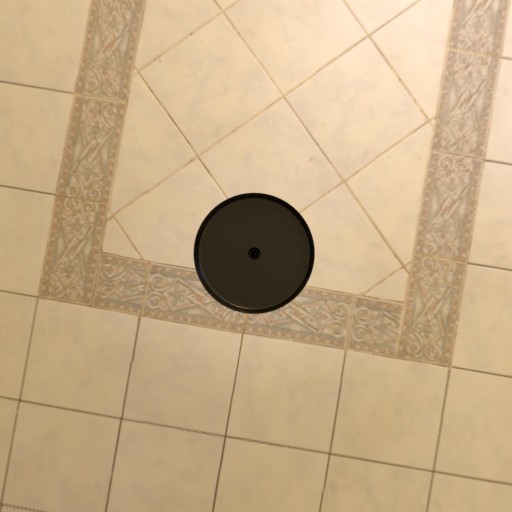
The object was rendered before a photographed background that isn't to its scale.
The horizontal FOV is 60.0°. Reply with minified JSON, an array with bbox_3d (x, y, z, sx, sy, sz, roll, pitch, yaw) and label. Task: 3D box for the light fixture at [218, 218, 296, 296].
[{"bbox_3d":[0.000,0.000,1.807,0.430,1.606,0.430,0,90,0],"label":"light fixture"}]
